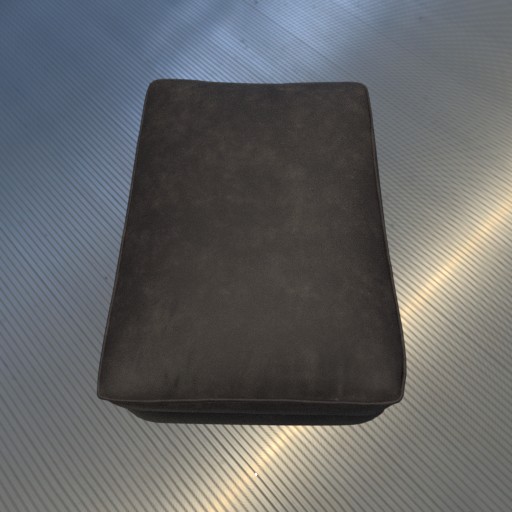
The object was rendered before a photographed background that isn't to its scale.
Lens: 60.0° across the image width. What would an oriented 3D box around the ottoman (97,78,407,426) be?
[{"bbox_3d":[0.000,0.000,0.937,0.501,0.413,0.665,1,64,0],"label":"ottoman"}]
